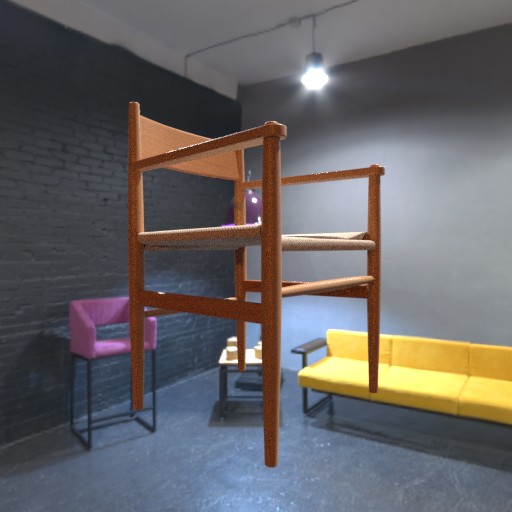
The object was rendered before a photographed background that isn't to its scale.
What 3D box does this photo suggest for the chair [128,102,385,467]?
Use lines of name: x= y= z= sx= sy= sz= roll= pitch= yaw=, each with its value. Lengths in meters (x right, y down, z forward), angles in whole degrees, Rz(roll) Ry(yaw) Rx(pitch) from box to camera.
chair: x=0.000 y=0.000 z=1.151 sx=0.495 sy=0.762 sz=0.556 roll=1 pitch=1 yaw=36
